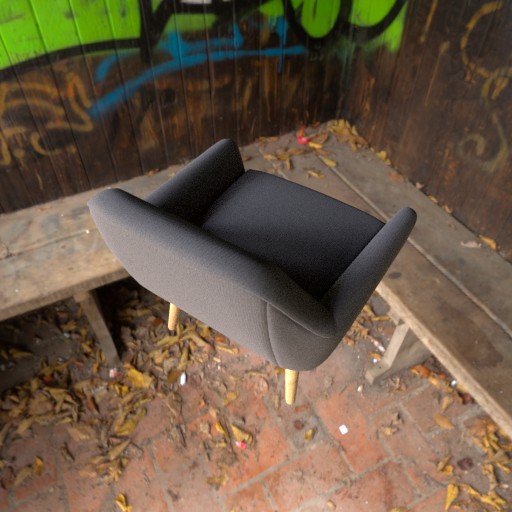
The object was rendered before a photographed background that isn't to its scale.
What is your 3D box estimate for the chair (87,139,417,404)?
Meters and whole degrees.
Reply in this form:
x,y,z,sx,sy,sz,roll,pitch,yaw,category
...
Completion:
x,y,z,sx,sy,sz,roll,pitch,yaw,category
0.000,0.000,1.417,0.770,0.800,0.779,26,52,23,chair
